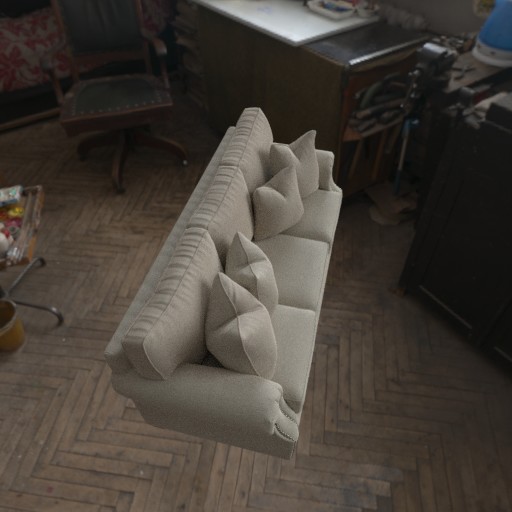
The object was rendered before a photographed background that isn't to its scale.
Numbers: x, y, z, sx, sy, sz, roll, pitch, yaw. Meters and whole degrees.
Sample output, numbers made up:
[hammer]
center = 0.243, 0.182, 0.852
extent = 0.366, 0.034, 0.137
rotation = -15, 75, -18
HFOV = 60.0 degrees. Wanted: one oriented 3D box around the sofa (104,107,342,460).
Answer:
[sofa]
center = 0.000, 0.000, 2.925
extent = 0.965, 0.975, 2.312
rotation = 10, 47, 10
